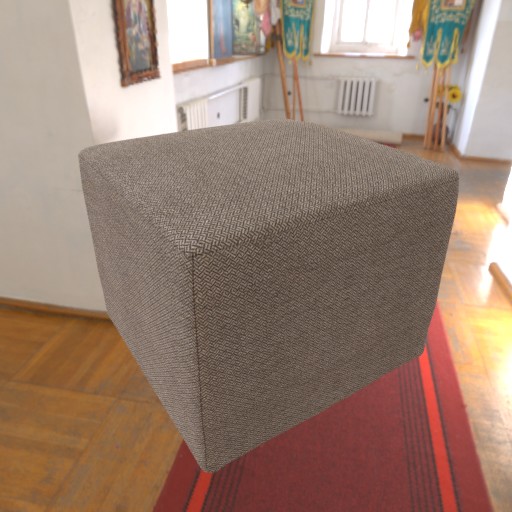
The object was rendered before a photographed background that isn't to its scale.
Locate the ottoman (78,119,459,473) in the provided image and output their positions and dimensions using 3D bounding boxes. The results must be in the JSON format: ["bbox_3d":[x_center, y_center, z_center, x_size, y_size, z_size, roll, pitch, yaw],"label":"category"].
[{"bbox_3d":[0.000,0.000,0.886,0.519,0.453,0.512,-18,33,-29],"label":"ottoman"}]
